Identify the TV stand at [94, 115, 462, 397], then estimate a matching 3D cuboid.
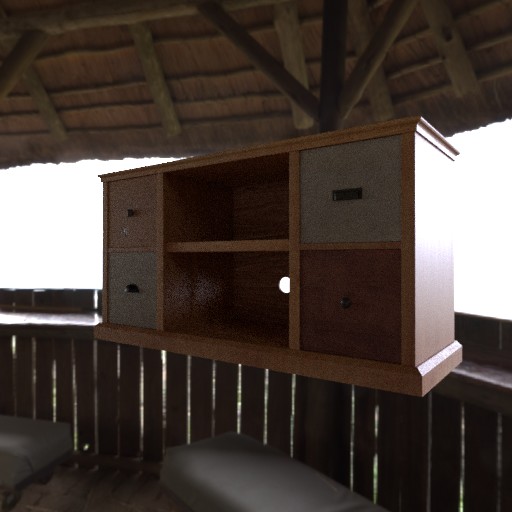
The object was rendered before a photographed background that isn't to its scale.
[{"bbox_3d":[0.000,0.000,1.464,1.181,0.607,0.417,0,0,36],"label":"TV stand"}]
